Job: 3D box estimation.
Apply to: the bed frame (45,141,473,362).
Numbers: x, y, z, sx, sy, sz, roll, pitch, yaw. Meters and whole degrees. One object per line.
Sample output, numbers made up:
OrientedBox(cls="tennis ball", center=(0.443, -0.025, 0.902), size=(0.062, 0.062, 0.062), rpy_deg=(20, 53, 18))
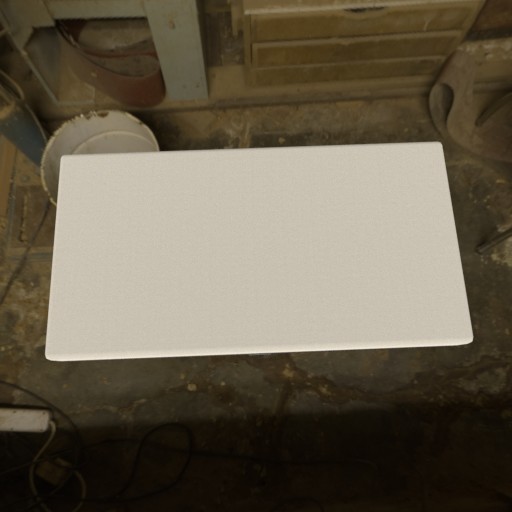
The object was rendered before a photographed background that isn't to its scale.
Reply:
OrientedBox(cls="bed frame", center=(0.000, 0.000, 3.165), size=(2.635, 0.680, 1.393), rpy_deg=(-2, 75, -1))
